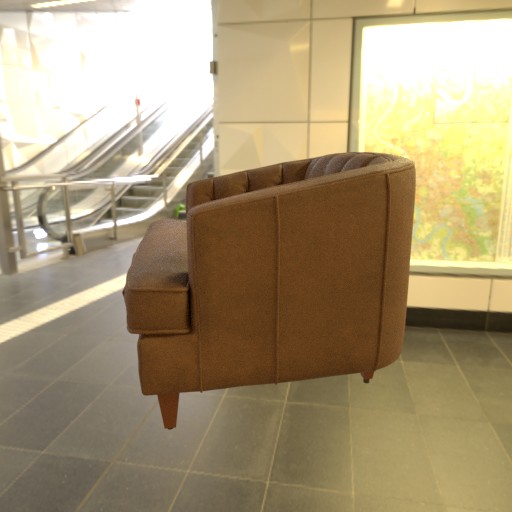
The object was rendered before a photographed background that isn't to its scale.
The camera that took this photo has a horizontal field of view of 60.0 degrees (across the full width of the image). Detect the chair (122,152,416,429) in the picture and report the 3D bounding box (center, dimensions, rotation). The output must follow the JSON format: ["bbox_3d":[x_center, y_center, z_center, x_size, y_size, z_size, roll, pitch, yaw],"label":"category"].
[{"bbox_3d":[0.000,0.000,1.723,0.914,0.787,1.118,-2,13,-9],"label":"chair"}]
